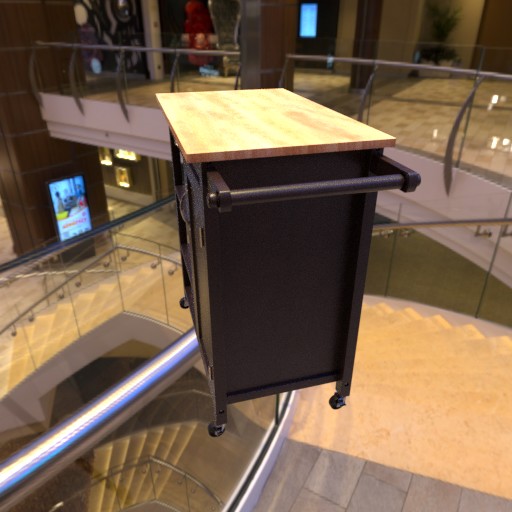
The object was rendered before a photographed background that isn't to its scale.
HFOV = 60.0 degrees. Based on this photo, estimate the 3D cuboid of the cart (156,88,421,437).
[{"bbox_3d":[0.000,0.000,1.425,0.472,0.878,0.914,-8,29,-14],"label":"cart"}]
